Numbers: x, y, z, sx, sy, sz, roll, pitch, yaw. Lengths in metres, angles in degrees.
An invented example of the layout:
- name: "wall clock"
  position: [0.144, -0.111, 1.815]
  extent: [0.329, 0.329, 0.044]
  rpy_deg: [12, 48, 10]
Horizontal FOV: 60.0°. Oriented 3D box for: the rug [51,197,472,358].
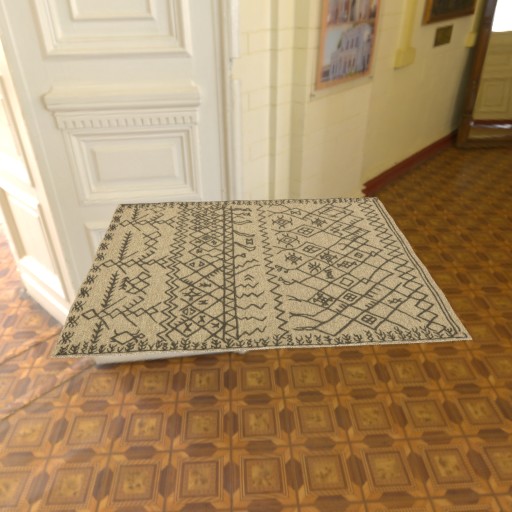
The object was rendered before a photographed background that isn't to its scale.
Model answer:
- name: "rug"
  position: [0.000, 0.000, 3.362]
  extent: [2.455, 0.025, 1.964]
  rpy_deg: [-2, 33, -3]
